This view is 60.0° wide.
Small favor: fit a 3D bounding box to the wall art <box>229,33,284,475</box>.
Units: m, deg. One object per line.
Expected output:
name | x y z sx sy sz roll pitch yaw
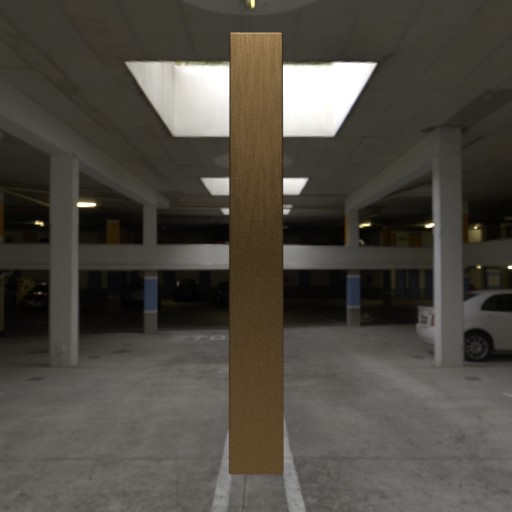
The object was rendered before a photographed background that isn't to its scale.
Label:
wall art | 0.000 0.000 0.457 0.037 0.305 0.305 0 -1 0
